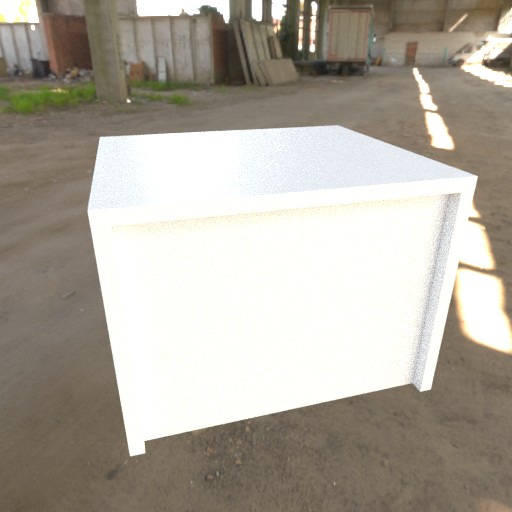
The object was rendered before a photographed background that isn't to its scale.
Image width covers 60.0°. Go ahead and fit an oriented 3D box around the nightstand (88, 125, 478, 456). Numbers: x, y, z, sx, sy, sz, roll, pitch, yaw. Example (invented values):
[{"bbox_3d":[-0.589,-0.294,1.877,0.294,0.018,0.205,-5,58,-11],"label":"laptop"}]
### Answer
[{"bbox_3d":[0.000,0.000,0.757,0.470,0.351,0.408,-7,26,-14],"label":"nightstand"}]
